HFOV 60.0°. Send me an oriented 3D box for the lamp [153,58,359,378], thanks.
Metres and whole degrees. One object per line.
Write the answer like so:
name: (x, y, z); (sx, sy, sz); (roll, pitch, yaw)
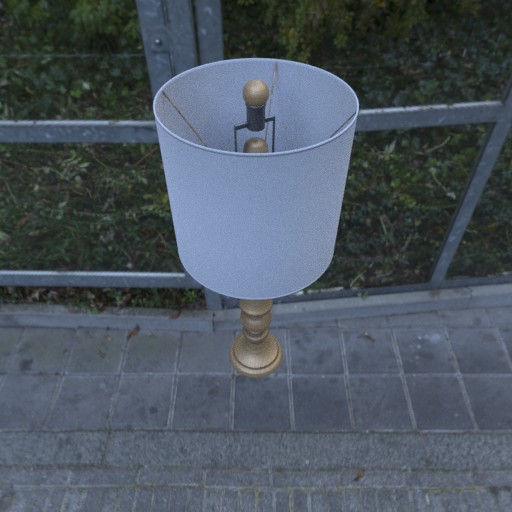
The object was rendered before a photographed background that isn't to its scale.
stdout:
lamp: (0.000, 0.000, 0.742); (0.250, 0.597, 0.250); (9, 46, 9)
